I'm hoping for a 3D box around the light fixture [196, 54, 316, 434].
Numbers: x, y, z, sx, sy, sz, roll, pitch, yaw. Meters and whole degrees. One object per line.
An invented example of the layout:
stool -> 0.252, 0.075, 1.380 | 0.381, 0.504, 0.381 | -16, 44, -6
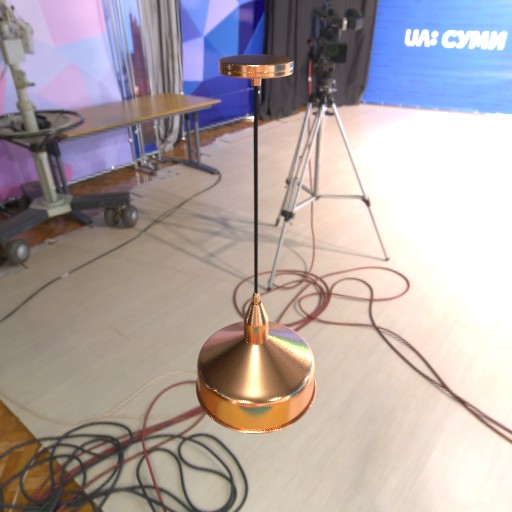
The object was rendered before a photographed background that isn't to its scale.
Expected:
light fixture -> 0.000, 0.000, 0.921 | 0.301, 0.754, 0.301 | 0, 32, 0
